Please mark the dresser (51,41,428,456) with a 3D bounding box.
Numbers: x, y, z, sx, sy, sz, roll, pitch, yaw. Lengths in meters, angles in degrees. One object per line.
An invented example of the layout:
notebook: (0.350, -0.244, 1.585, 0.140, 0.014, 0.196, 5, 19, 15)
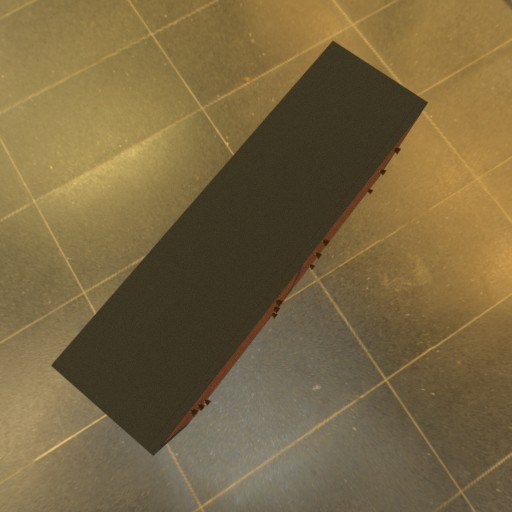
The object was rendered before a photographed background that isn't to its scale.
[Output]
dresser: (0.000, 0.000, 1.966, 0.463, 0.872, 1.558, 37, 79, 8)
